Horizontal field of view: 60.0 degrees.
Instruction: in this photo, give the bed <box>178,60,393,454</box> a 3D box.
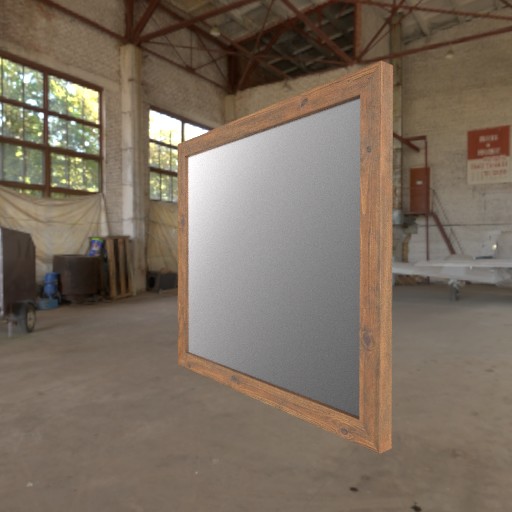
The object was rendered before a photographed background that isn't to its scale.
[{"bbox_3d":[0.000,0.000,1.489,0.046,0.942,1.046,-1,1,-37],"label":"bed"}]
